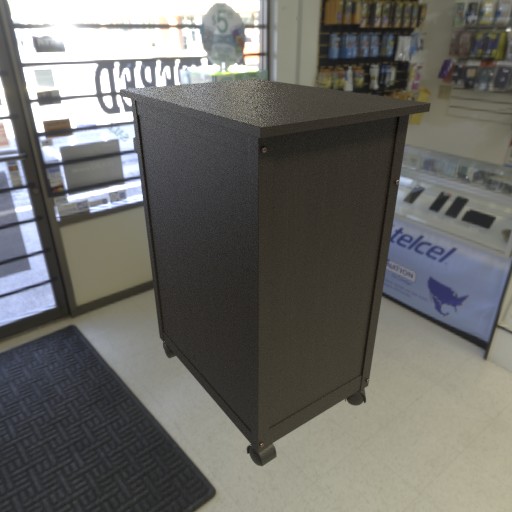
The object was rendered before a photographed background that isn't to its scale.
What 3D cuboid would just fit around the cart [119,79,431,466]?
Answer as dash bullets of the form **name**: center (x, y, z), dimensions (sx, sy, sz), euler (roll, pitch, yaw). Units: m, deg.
- **cart**: center (0.000, 0.000, 1.275), dimensions (0.456, 0.879, 0.660), euler (-18, 32, -31)
